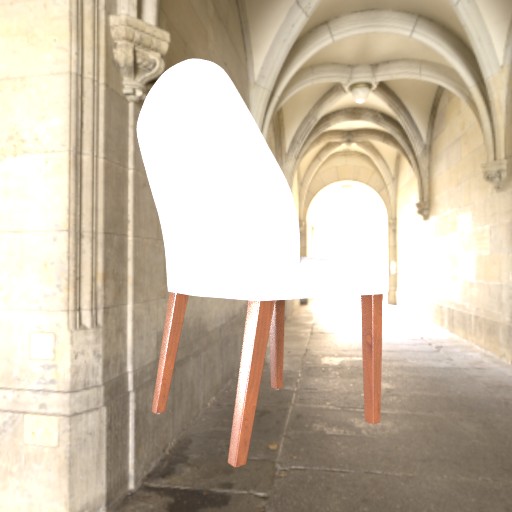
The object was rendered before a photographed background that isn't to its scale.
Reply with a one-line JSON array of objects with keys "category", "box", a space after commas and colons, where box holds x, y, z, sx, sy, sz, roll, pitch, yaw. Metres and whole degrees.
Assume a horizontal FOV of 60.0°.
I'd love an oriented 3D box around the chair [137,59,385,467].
[{"category": "chair", "box": [0.000, 0.000, 1.217, 0.540, 0.893, 0.472, 1, -2, -36]}]
